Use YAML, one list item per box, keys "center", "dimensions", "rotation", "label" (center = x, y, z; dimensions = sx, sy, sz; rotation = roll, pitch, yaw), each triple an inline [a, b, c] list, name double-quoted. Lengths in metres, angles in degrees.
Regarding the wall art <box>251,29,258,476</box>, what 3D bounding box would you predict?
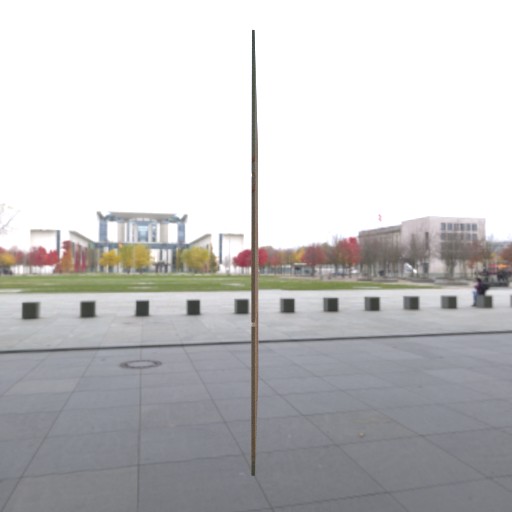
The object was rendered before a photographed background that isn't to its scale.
- center: [0.000, 0.000, 2.268]
  dimensions: [0.013, 1.523, 1.517]
  rotation: [0, -2, 1]
  label: "wall art"
